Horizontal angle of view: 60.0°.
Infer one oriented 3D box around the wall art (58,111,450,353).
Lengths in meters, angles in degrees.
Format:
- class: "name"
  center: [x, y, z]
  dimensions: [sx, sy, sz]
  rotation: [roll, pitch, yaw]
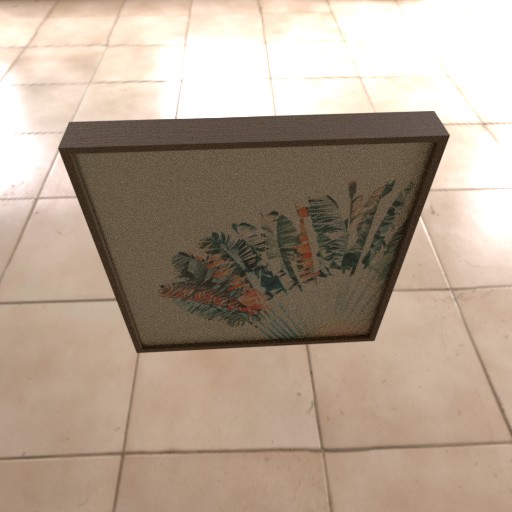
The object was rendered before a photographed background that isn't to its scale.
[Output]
- class: "wall art"
  center: [0.000, 0.000, 0.468]
  dimensions: [0.304, 0.303, 0.038]
  rotation: [-2, 47, -2]
